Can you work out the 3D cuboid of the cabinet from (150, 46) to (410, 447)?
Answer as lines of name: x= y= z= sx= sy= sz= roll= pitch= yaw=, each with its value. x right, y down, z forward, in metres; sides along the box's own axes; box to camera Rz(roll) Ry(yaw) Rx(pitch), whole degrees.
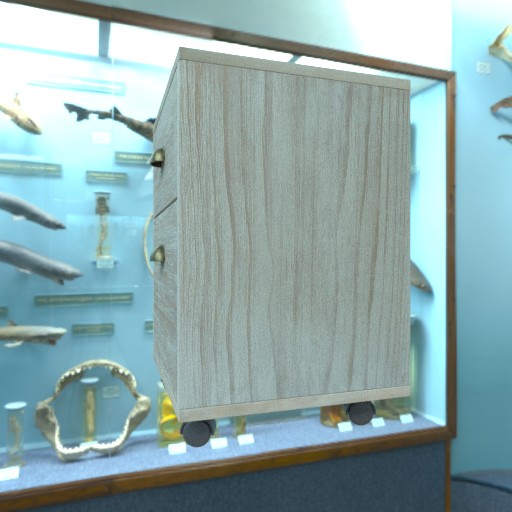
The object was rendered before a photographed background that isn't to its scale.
cabinet: x=0.000 y=0.000 z=0.860 sx=0.401 sy=0.579 sz=0.409 roll=0 pitch=0 yaw=-18
